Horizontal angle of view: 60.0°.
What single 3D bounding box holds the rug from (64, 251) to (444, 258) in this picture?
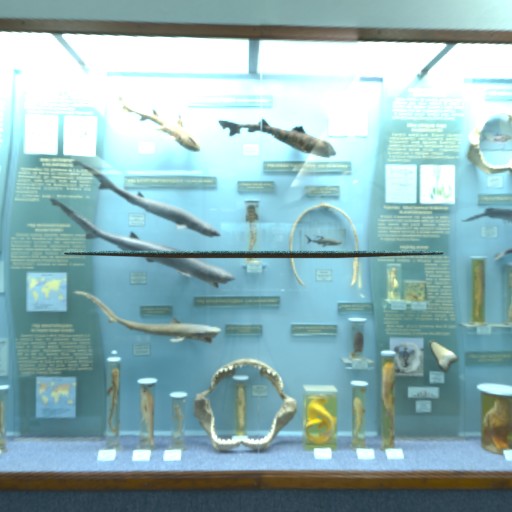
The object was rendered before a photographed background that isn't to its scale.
[{"bbox_3d":[0.000,0.000,2.989,1.524,0.015,2.438,0,-1,1],"label":"rug"}]
